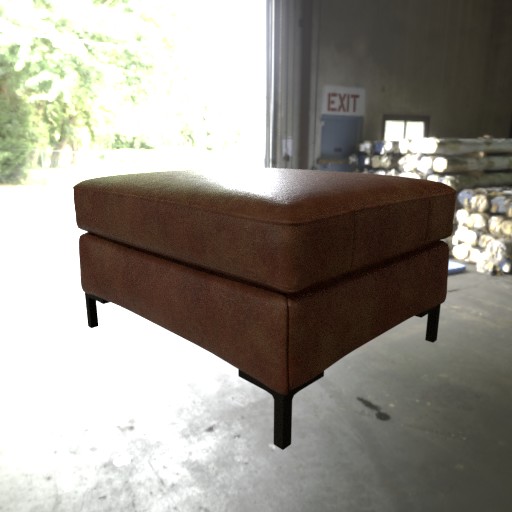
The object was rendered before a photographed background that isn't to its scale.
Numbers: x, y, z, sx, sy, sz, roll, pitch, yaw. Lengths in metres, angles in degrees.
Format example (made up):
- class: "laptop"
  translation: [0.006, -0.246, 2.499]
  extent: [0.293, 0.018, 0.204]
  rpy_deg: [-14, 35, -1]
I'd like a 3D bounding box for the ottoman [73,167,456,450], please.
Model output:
- class: "ottoman"
  translation: [0.000, 0.000, 1.775]
  extent: [0.965, 0.667, 1.186]
  rpy_deg: [-14, 20, -43]
